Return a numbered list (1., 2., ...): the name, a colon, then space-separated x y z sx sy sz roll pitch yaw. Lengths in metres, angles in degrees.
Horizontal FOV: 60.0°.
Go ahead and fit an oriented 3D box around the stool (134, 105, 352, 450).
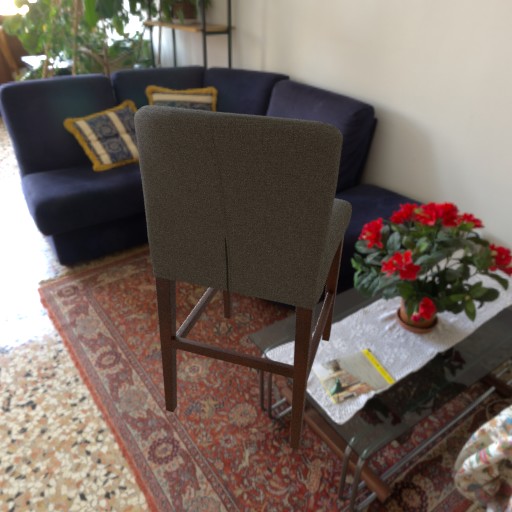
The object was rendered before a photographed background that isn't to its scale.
1. stool: 0.000 0.000 1.319 0.479 0.968 0.568 10 34 16
